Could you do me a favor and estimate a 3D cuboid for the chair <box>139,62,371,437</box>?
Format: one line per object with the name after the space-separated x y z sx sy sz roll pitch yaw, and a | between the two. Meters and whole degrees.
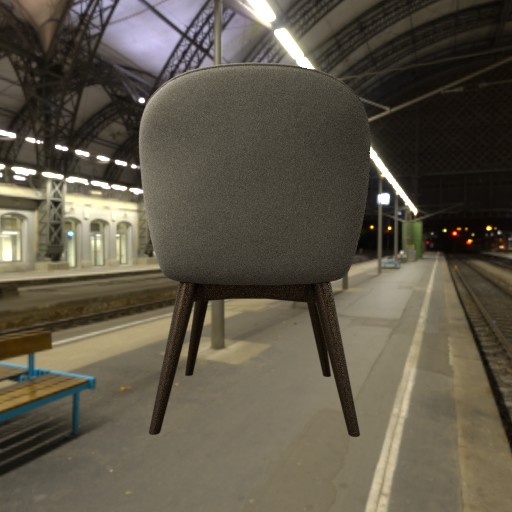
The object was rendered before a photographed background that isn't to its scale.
0.000 0.000 1.219 0.589 0.810 0.611 0 1 1 | chair
